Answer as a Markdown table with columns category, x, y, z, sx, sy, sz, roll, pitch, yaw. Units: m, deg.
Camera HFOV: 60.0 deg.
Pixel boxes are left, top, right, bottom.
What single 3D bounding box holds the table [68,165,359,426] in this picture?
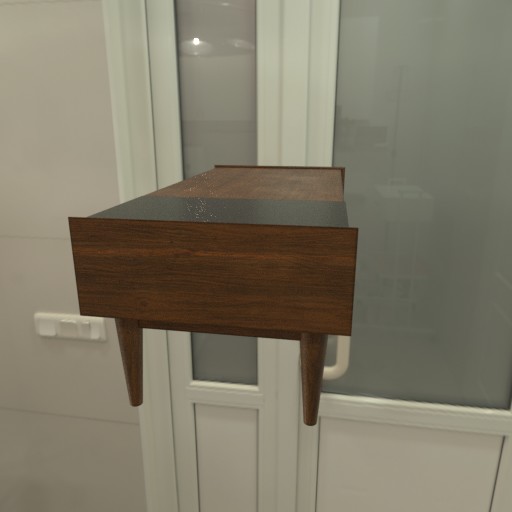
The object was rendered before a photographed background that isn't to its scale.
| category | x | y | z | sx | sy | sz | roll | pitch | yaw |
| --- | --- | --- | --- | --- | --- | --- | --- | --- | --- |
| table | 0.000 | 0.000 | 1.551 | 0.610 | 0.508 | 1.221 | 3 | 17 | 9 |
